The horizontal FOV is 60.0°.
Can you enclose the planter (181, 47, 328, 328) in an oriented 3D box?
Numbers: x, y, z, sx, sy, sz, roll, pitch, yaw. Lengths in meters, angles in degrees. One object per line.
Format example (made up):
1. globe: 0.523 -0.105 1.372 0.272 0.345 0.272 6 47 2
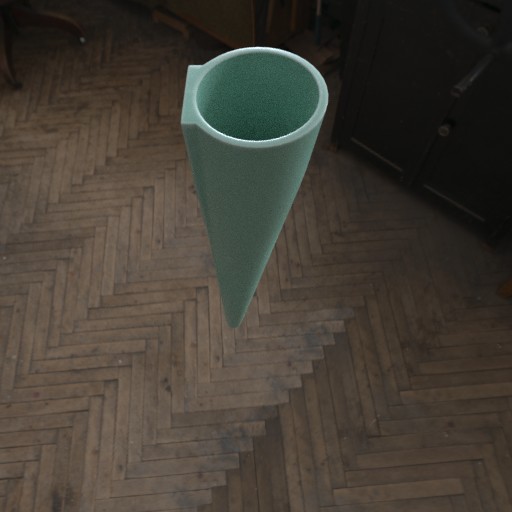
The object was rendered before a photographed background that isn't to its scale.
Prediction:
1. planter: 0.000 0.000 0.287 0.055 0.268 0.054 1 62 1
